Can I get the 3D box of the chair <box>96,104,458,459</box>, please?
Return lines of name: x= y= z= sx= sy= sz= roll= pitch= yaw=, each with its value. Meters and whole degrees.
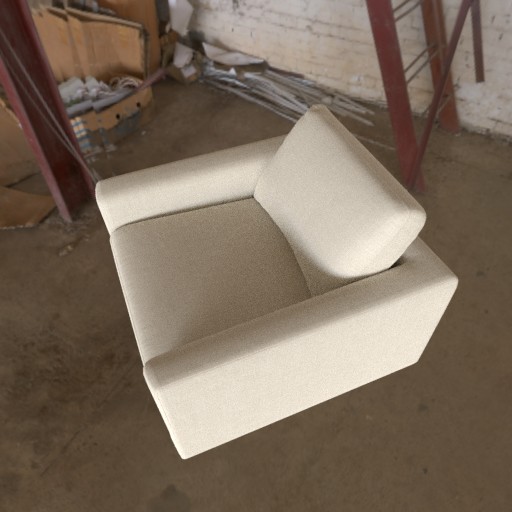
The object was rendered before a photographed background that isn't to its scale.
chair: x=0.000 y=0.000 z=1.847 sx=1.100 sy=0.876 sz=1.070 roll=-17 pitch=49 yaw=-15
